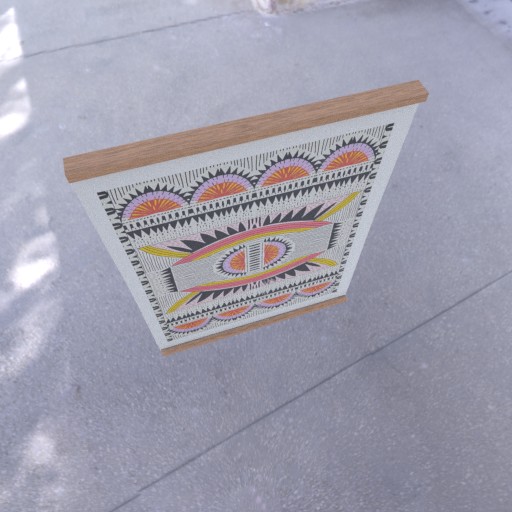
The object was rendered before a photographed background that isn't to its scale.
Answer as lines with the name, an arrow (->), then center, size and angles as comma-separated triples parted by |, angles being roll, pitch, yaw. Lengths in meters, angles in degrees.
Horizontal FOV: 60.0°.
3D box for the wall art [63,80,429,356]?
wall art -> 0.000, 0.000, 0.793 | 0.456, 0.609, 0.028 | -15, 60, -9
